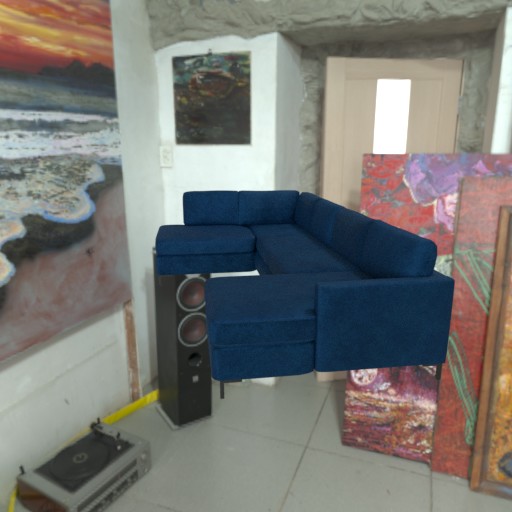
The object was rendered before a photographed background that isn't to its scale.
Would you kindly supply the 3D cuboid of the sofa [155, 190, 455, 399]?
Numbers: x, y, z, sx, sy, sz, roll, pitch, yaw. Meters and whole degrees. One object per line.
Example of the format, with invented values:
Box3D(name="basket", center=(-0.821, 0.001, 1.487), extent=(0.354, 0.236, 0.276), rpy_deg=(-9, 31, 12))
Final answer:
Box3D(name="sofa", center=(0.000, 0.000, 4.351), extent=(2.055, 0.992, 3.434), rpy_deg=(-2, 14, -8))
